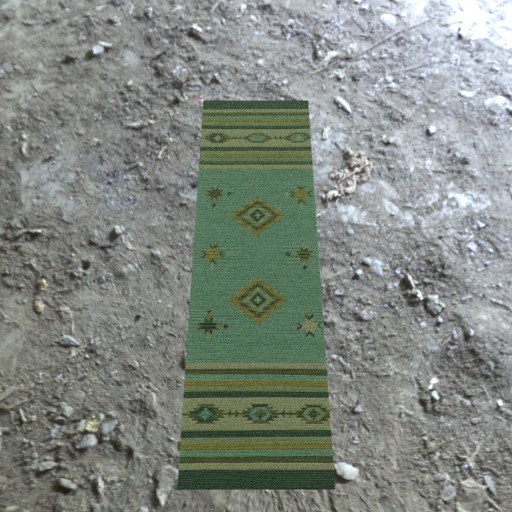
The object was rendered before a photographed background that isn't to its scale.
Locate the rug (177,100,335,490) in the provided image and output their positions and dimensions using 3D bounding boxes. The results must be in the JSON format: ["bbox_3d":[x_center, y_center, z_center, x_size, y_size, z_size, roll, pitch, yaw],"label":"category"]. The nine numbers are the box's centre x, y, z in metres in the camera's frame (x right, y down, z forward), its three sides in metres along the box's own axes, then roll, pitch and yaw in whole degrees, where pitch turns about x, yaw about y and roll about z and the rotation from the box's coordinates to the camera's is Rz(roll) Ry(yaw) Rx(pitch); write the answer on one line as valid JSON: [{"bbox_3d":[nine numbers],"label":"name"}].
[{"bbox_3d":[0.000,0.000,2.616,0.744,0.010,2.441,0,64,0],"label":"rug"}]
